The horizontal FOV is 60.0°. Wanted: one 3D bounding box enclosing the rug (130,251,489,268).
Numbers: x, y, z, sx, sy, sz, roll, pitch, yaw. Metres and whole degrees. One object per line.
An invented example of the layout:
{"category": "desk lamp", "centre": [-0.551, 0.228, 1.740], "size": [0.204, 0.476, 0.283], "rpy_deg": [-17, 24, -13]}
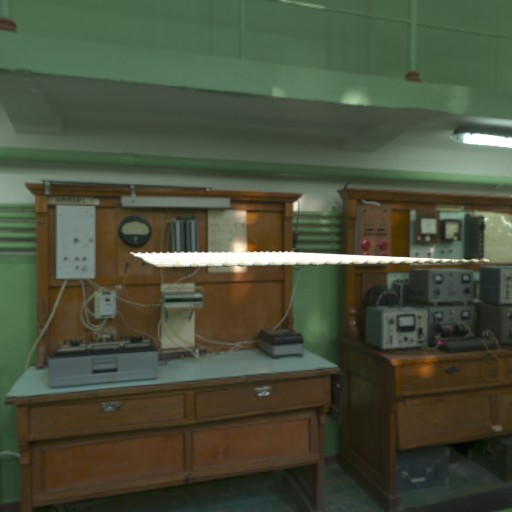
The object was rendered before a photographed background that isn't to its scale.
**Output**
{"category": "rug", "centre": [0.000, 0.000, 3.010], "size": [1.556, 0.022, 2.433], "rpy_deg": [-1, 2, -18]}
